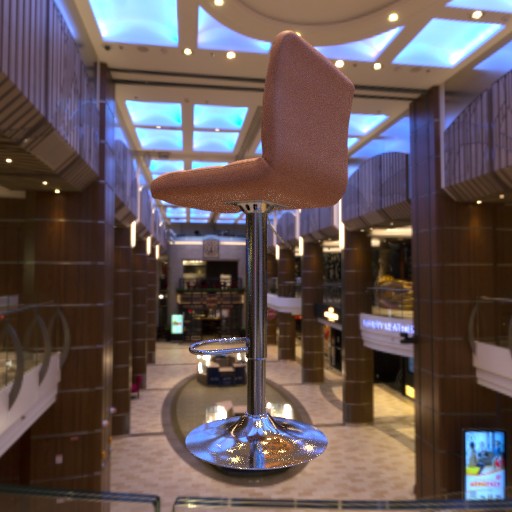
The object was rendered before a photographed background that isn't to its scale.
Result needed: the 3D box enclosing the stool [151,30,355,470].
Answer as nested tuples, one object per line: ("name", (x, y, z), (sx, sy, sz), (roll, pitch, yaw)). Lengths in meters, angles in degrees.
("stool", (0.000, 0.000, 1.362), (0.505, 1.115, 0.430), (-2, -3, 35))
